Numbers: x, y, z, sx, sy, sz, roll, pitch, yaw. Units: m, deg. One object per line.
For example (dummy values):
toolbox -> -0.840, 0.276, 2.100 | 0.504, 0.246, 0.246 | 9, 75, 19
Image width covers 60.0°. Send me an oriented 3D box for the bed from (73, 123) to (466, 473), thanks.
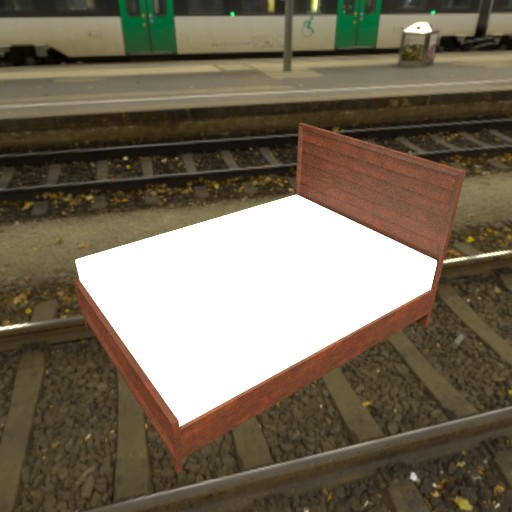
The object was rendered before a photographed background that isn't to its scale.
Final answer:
bed -> 0.000, 0.000, 3.178 | 2.184, 1.270, 1.600 | -20, 36, -31
